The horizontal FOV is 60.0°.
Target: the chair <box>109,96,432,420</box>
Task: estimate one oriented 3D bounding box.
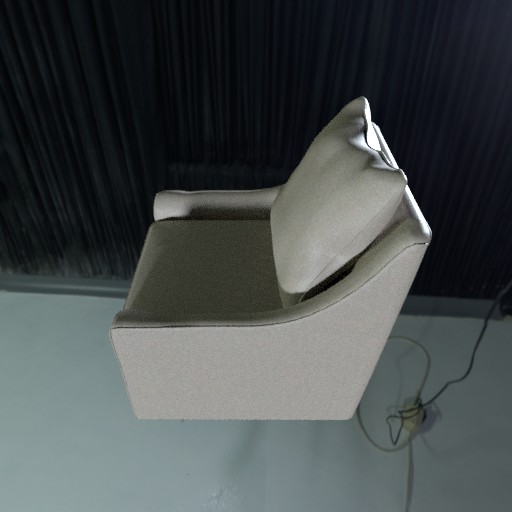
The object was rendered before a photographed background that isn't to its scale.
[{"bbox_3d":[0.000,0.000,1.575,0.876,0.942,0.760,0,39,0],"label":"chair"}]
